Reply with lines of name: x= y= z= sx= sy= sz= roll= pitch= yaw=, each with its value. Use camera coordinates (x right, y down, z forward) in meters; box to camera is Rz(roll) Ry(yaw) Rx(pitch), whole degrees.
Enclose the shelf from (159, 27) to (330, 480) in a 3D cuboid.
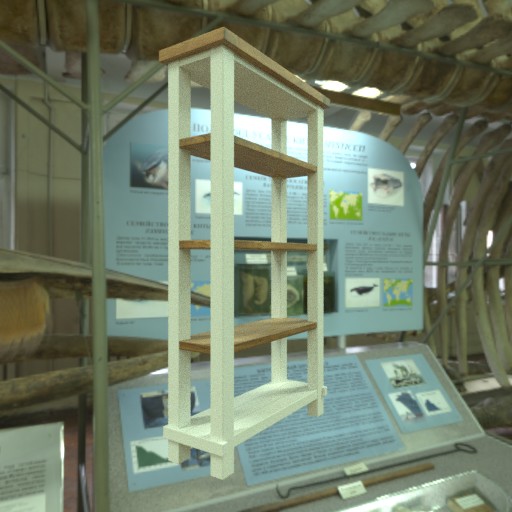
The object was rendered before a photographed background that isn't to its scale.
shelf: x=0.000 y=0.000 z=2.342 sx=0.381 sy=1.878 sz=1.022 roll=0 pitch=0 yaw=34
